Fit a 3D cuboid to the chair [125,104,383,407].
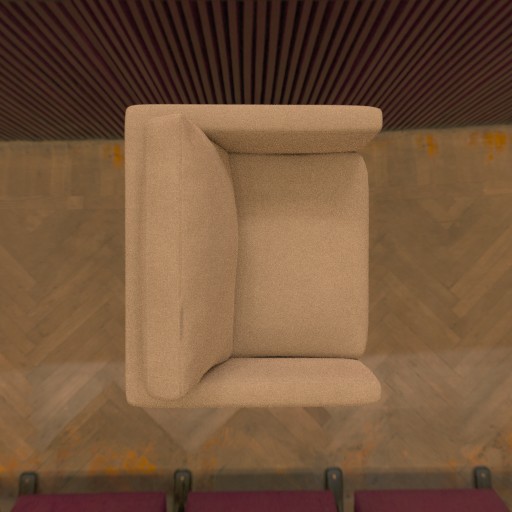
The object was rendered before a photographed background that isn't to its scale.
[{"bbox_3d":[0.000,0.000,1.855,0.959,0.961,1.107,0,91,-1],"label":"chair"}]
